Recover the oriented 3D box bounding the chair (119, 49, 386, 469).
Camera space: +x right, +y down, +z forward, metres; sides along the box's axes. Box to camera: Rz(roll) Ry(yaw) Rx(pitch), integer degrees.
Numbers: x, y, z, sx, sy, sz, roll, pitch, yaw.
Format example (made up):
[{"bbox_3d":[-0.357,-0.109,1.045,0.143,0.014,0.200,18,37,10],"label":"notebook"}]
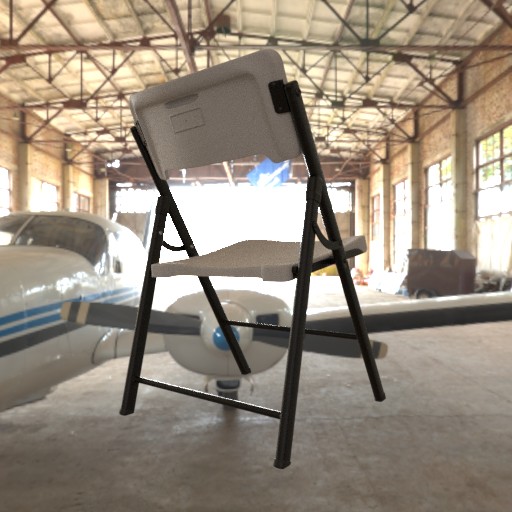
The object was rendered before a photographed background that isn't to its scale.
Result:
[{"bbox_3d":[0.000,0.000,1.118,0.482,0.765,0.577,0,0,37],"label":"chair"}]
